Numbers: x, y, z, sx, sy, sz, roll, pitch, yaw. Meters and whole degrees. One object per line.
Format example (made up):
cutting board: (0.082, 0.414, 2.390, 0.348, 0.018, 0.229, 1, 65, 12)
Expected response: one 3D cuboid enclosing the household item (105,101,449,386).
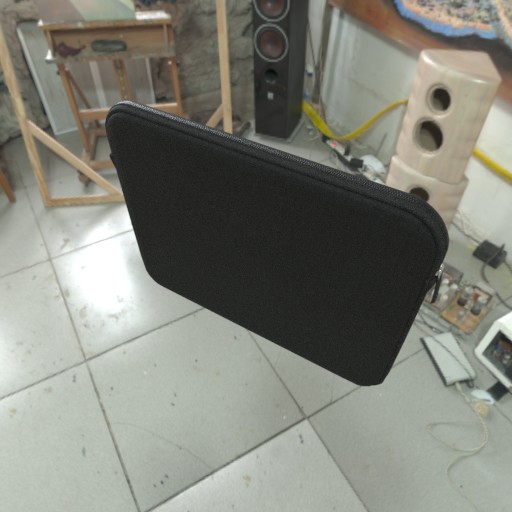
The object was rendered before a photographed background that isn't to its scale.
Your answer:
household item: (0.000, 0.000, 0.524, 0.396, 0.305, 0.030, 24, 52, 20)
